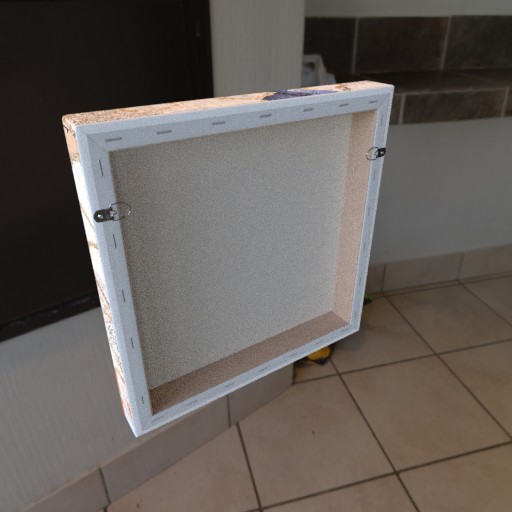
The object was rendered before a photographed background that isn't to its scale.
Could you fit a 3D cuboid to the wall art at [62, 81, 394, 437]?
[{"bbox_3d":[0.000,0.000,0.445,0.303,0.304,0.036,-18,34,-29],"label":"wall art"}]
